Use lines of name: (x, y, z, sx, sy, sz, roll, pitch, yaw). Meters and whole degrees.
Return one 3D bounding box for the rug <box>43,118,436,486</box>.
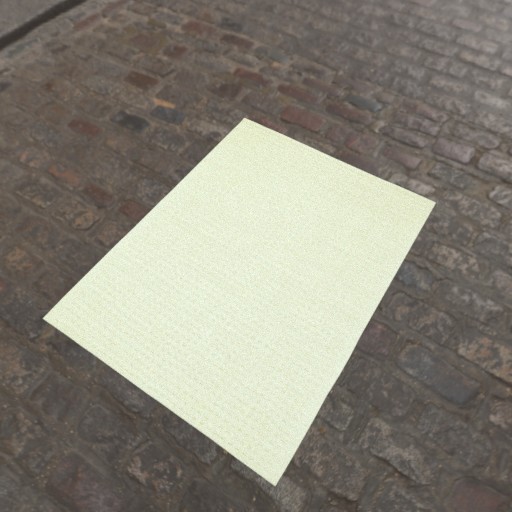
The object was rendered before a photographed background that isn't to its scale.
rug: (0.000, 0.000, 4.312, 2.452, 0.016, 3.204, 29, 62, 17)
